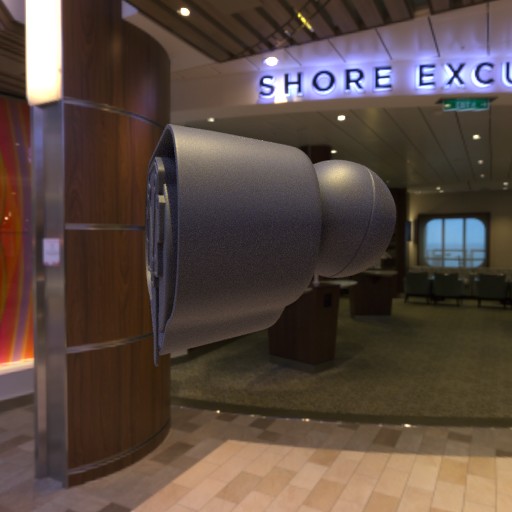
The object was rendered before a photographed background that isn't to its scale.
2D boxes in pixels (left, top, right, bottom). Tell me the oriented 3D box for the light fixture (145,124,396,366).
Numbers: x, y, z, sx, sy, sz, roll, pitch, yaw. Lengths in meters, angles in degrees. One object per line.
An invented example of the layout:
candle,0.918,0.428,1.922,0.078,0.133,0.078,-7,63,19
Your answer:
light fixture,0.000,0.000,0.346,0.159,0.159,0.229,-1,2,-18
